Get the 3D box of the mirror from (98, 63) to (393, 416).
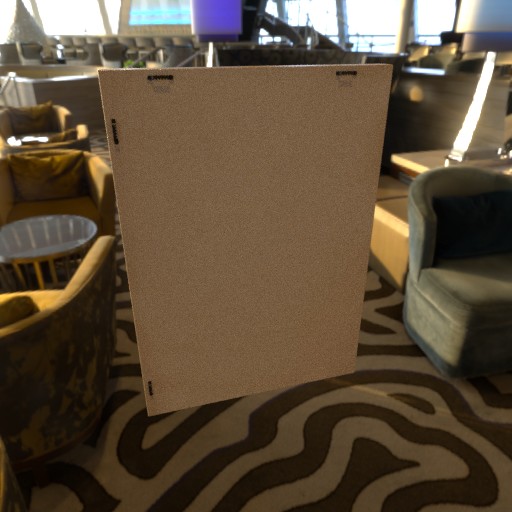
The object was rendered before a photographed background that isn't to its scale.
[{"bbox_3d":[0.000,0.000,0.903,0.507,0.710,0.039,-8,27,-15],"label":"mirror"}]
